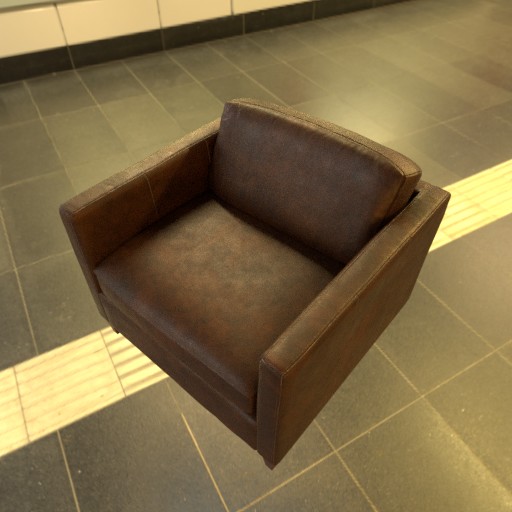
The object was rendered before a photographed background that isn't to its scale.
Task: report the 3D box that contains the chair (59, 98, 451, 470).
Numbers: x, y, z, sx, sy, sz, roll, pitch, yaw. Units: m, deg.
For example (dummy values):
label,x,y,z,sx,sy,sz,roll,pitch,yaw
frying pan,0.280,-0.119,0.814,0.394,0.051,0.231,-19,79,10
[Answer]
label,x,y,z,sx,sy,sz,roll,pitch,yaw
chair,0.000,0.000,1.702,0.990,0.864,0.975,31,53,27
